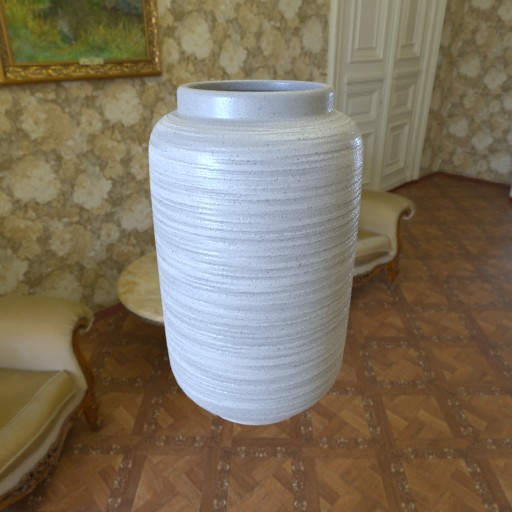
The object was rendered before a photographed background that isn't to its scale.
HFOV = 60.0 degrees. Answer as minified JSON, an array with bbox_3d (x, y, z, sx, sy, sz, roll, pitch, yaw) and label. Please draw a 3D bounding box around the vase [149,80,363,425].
[{"bbox_3d":[0.000,0.000,0.465,0.202,0.335,0.202,0,25,0],"label":"vase"}]
